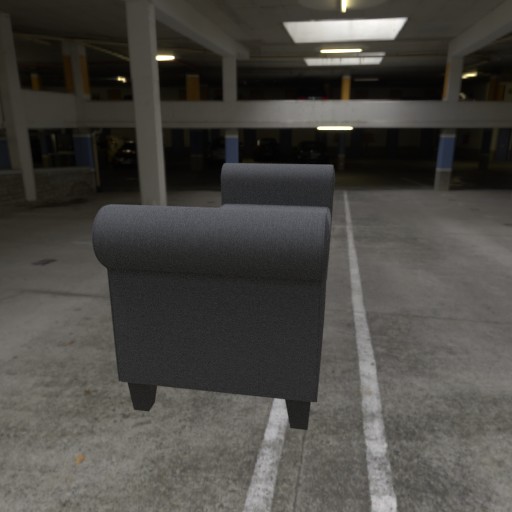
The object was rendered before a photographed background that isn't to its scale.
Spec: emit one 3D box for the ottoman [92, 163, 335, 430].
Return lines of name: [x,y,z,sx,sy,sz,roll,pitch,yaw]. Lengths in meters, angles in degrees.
ottoman: [0.000,0.000,1.574,0.521,0.547,1.256,3,17,10]
